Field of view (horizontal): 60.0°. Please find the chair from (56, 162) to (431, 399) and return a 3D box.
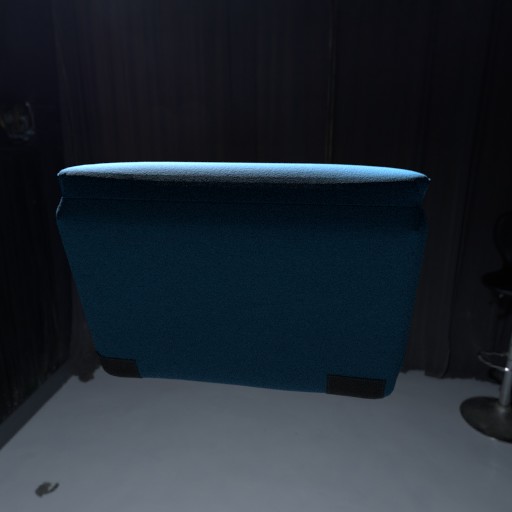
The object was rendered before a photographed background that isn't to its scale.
[{"bbox_3d":[0.000,0.000,1.306,0.820,0.580,0.780,2,17,8],"label":"chair"}]
